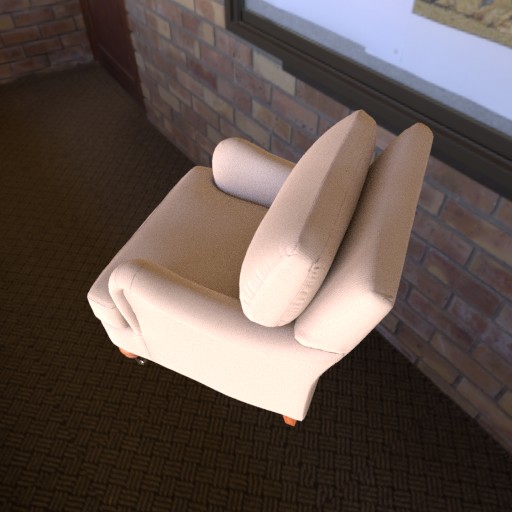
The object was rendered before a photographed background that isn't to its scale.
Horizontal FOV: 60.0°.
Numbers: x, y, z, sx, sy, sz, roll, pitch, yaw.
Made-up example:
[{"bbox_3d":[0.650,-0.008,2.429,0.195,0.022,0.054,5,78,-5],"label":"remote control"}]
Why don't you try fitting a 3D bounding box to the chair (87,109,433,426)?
[{"bbox_3d":[0.000,0.000,1.819,1.070,1.038,0.955,16,49,15],"label":"chair"}]
